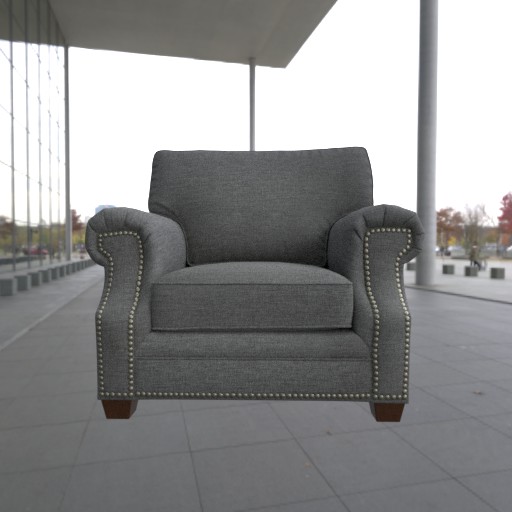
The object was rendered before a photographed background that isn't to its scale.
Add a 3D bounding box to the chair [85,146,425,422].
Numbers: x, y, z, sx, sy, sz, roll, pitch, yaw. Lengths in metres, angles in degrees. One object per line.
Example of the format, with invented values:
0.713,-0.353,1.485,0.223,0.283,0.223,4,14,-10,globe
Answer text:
0.000,0.000,1.751,1.092,0.961,0.965,0,1,2,chair
